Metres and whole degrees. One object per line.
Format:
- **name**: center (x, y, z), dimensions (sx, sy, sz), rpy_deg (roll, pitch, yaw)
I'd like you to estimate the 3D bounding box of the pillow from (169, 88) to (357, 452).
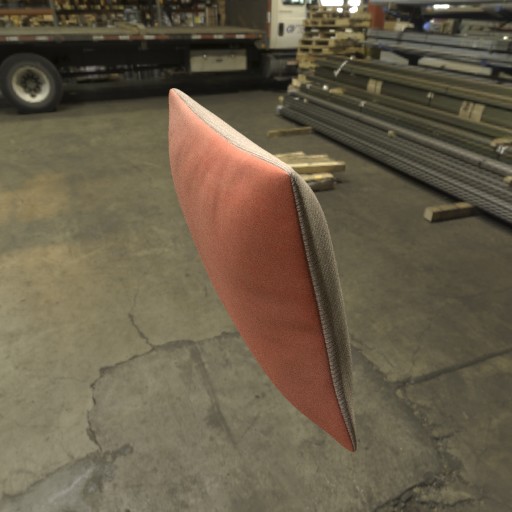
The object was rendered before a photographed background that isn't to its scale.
- **pillow**: center (0.000, 0.000, 0.637), dimensions (0.177, 0.401, 0.424), rpy_deg (-11, 32, -19)
